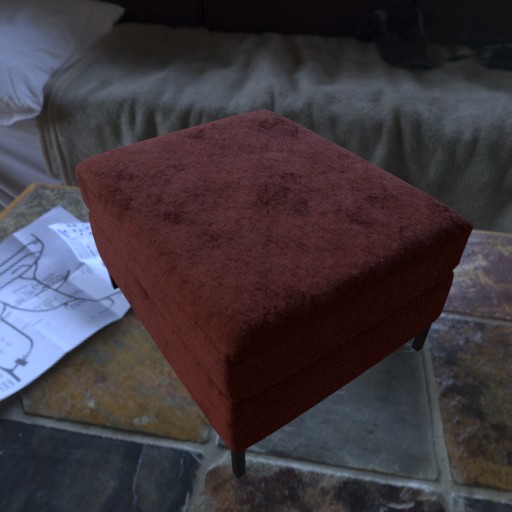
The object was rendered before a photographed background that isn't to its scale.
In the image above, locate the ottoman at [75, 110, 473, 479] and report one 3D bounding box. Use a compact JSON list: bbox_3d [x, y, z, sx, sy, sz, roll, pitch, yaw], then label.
[{"bbox_3d":[0.000,0.000,1.172,0.650,0.462,0.782,-24,46,-26],"label":"ottoman"}]
